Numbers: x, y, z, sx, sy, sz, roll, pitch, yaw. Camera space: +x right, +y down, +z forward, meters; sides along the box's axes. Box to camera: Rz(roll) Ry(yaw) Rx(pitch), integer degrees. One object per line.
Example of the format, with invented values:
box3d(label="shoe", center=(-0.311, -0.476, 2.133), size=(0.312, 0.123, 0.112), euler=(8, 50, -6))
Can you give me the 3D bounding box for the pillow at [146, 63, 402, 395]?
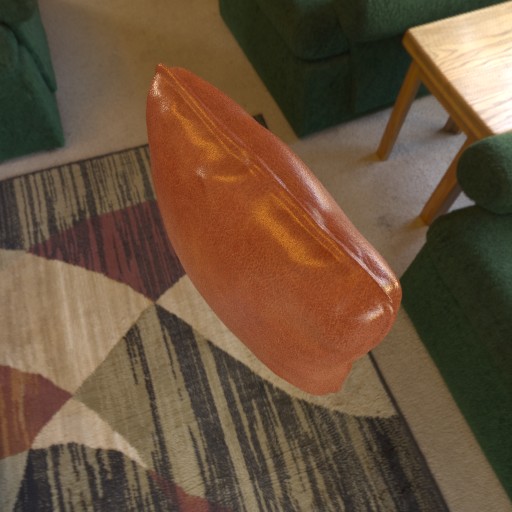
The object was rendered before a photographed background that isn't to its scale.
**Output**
box3d(label="pillow", center=(0.000, 0.000, 0.812), size=(0.236, 0.523, 0.532), euler=(-35, 68, -16))
